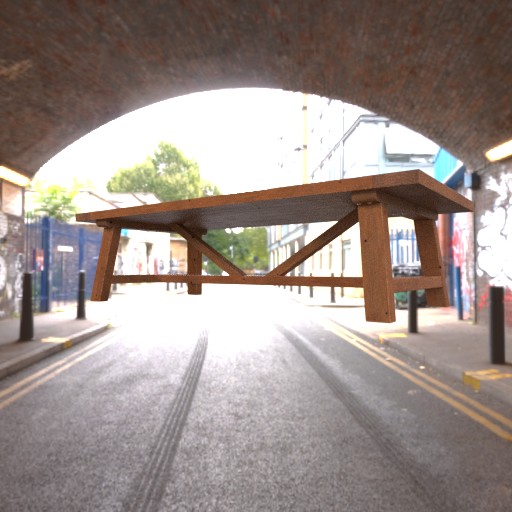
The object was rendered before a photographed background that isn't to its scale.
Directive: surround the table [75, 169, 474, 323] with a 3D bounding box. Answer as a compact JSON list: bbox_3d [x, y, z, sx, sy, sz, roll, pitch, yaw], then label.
[{"bbox_3d":[0.000,0.000,2.164,1.800,0.465,0.820,-1,-2,36],"label":"table"}]
